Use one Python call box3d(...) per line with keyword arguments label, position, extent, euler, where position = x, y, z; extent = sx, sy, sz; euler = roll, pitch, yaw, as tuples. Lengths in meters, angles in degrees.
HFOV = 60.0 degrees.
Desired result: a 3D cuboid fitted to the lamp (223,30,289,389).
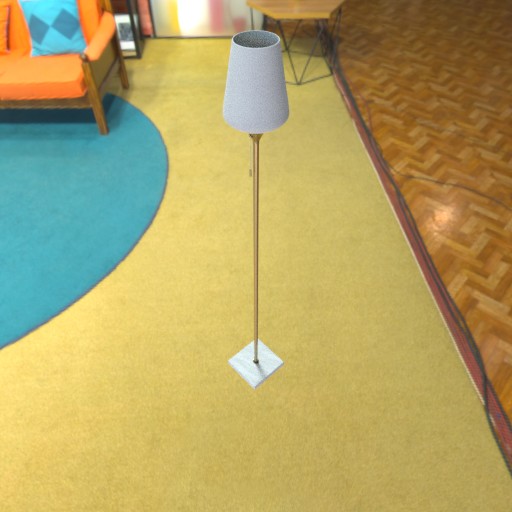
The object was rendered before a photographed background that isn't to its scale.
box3d(label="lamp", position=(0.000, 0.000, 1.941), extent=(0.232, 1.813, 0.229), euler=(-34, 55, -28))
